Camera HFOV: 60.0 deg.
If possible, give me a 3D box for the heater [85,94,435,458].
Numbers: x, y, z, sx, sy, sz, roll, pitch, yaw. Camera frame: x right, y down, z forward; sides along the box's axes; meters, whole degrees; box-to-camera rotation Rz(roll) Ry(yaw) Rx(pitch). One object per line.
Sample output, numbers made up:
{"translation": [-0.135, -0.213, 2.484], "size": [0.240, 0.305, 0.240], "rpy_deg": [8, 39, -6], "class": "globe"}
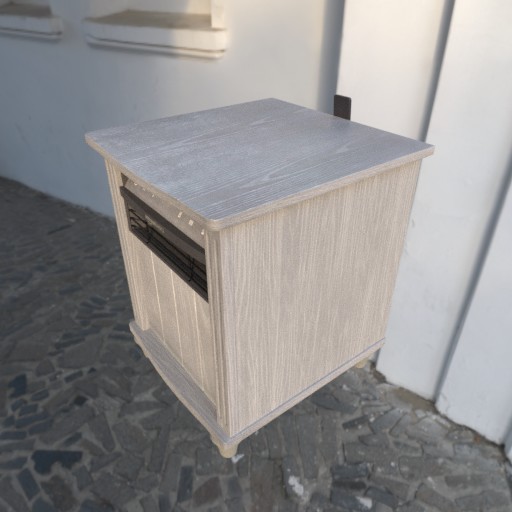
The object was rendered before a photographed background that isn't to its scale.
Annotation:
{"translation": [0.000, 0.000, 0.761], "size": [0.400, 0.481, 0.362], "rpy_deg": [-22, 39, -31], "class": "heater"}
